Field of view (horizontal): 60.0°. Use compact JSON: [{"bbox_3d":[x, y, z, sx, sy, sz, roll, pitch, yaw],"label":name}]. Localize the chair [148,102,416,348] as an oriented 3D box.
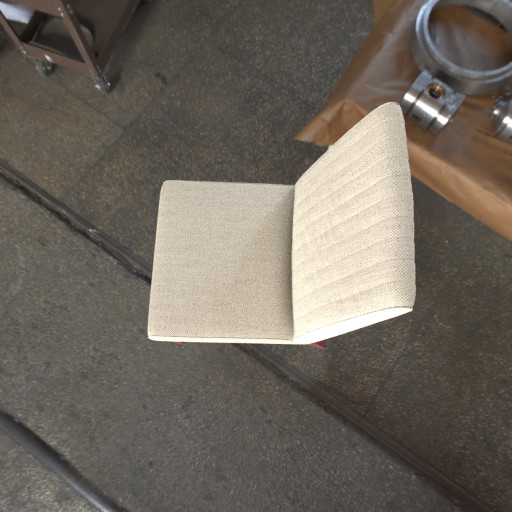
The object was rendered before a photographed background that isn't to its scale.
[{"bbox_3d":[0.000,0.000,1.253,0.594,0.900,0.480,2,74,0],"label":"chair"}]
